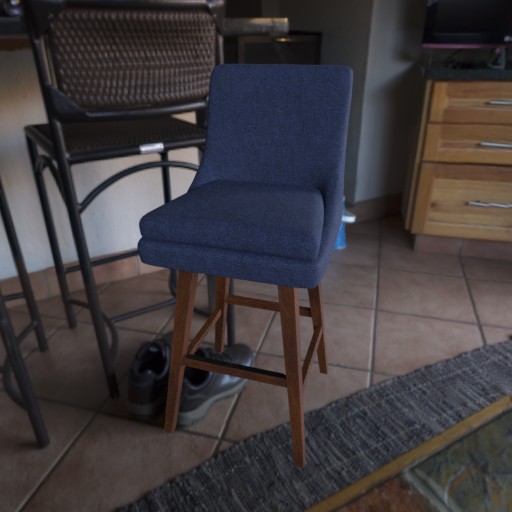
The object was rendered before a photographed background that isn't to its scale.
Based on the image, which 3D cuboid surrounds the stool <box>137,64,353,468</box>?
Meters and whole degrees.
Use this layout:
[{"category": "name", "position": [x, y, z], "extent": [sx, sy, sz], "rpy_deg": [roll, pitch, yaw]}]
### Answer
[{"category": "stool", "position": [0.000, 0.000, 1.367], "extent": [0.489, 1.068, 0.572], "rpy_deg": [8, 27, 16]}]
